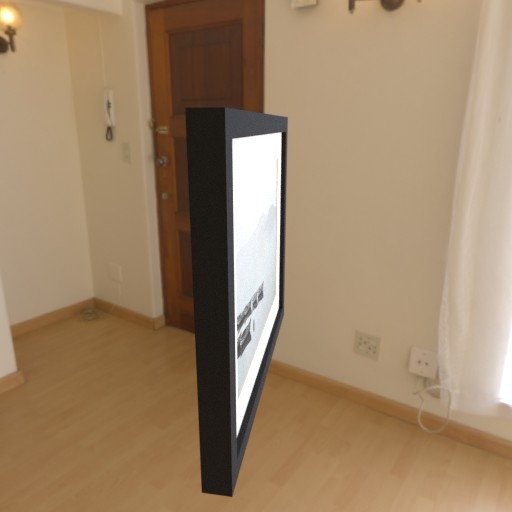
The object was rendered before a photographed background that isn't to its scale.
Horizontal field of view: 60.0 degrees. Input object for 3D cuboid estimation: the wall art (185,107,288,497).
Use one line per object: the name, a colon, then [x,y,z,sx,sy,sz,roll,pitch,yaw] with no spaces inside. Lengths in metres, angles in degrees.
wall art: [0.000,0.000,0.533,0.028,0.325,0.397,3,17,10]
